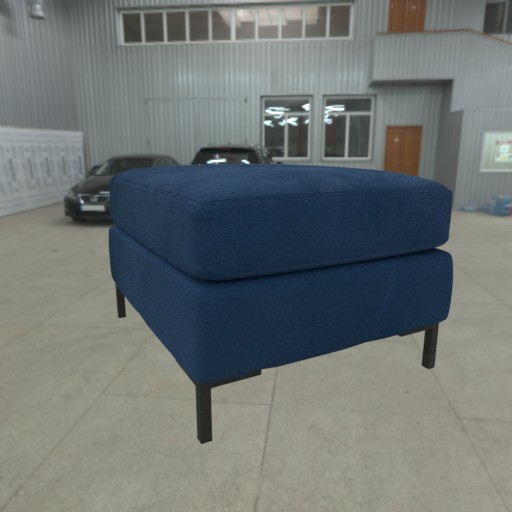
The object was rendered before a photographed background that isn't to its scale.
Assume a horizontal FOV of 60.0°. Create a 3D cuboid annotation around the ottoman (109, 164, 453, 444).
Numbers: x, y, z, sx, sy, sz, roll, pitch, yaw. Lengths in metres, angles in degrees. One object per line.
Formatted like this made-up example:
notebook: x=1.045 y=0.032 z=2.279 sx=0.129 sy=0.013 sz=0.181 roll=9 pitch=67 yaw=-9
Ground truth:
ottoman: x=0.000 y=0.000 z=1.206 sx=0.655 sy=0.485 sz=0.794 roll=-7 pitch=15 yaw=-28
